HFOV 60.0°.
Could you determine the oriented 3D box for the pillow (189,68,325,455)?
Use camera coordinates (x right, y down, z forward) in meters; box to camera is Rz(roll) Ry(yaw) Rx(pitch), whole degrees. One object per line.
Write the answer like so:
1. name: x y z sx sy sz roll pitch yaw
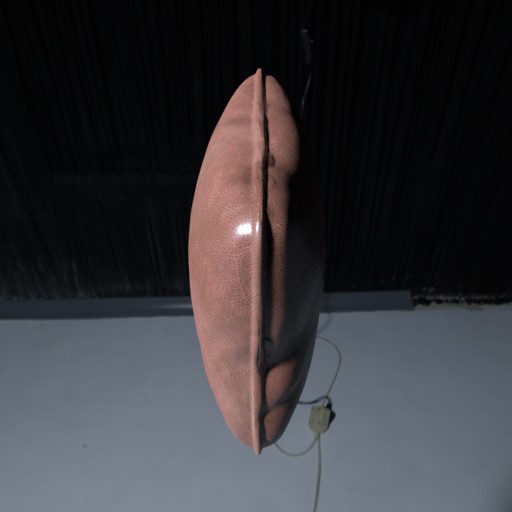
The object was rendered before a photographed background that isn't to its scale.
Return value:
1. pillow: 0.000 0.000 0.817 0.236 0.523 0.532 0 40 0
